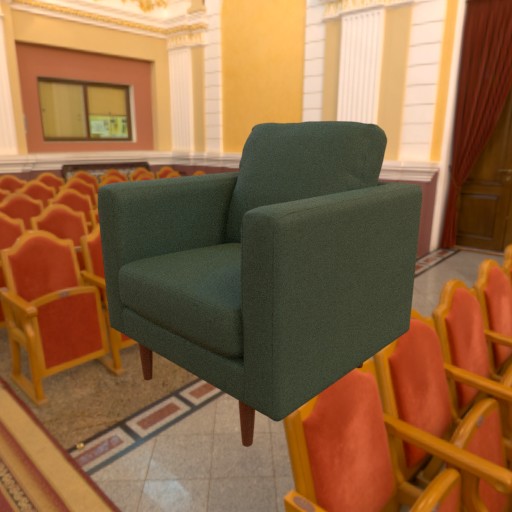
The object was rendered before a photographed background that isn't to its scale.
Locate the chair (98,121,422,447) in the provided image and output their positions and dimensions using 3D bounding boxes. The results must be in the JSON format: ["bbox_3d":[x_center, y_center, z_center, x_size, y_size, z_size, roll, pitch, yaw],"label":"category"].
[{"bbox_3d":[0.000,0.000,1.578,0.855,0.927,0.800,14,21,42],"label":"chair"}]
